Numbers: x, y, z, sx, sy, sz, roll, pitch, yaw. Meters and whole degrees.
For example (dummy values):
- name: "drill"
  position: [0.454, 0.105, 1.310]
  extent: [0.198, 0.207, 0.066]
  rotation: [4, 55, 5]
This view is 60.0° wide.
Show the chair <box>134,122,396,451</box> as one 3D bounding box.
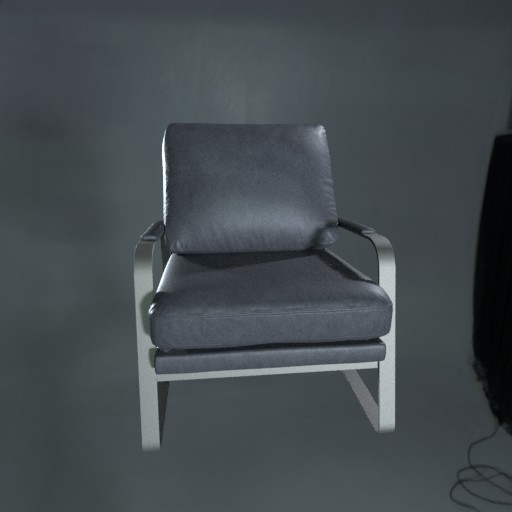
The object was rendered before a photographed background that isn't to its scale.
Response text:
- name: "chair"
  position: [0.000, 0.000, 1.459]
  extent: [0.692, 0.839, 0.878]
  rotation: [-2, 17, -6]
